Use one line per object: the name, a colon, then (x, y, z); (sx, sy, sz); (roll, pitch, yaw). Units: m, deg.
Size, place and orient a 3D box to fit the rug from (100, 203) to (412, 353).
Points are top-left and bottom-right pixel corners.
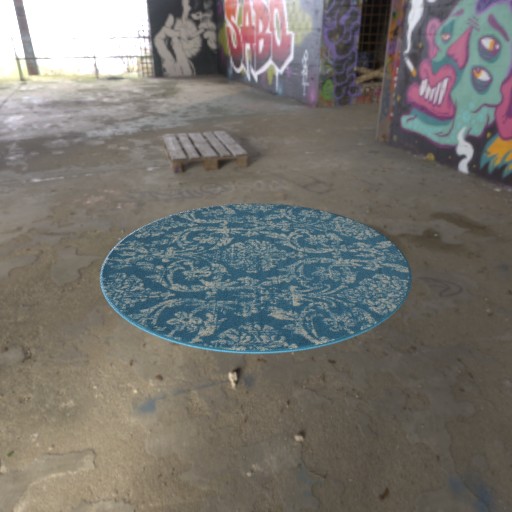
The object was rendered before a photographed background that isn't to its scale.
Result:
rug: (0.000, 0.000, 2.373); (1.593, 0.012, 1.593); (0, 27, 0)
